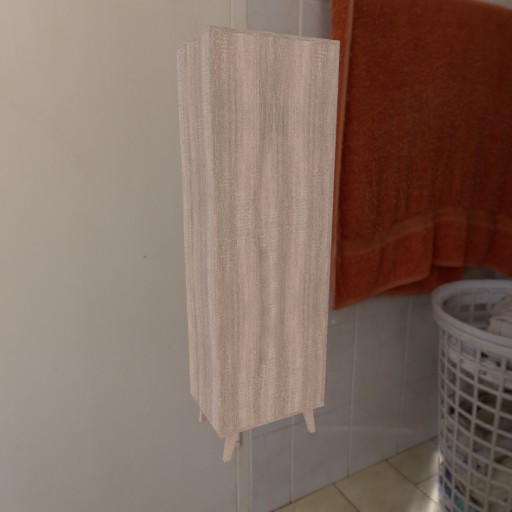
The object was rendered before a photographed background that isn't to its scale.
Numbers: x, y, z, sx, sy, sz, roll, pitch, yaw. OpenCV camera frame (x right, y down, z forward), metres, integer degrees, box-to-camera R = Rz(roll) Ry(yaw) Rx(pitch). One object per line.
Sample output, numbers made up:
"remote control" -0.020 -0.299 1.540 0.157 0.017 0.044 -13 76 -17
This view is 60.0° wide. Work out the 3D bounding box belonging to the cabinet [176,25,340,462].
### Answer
"cabinet" 0.000 0.000 2.100 0.570 1.850 0.400 -7 16 -26
